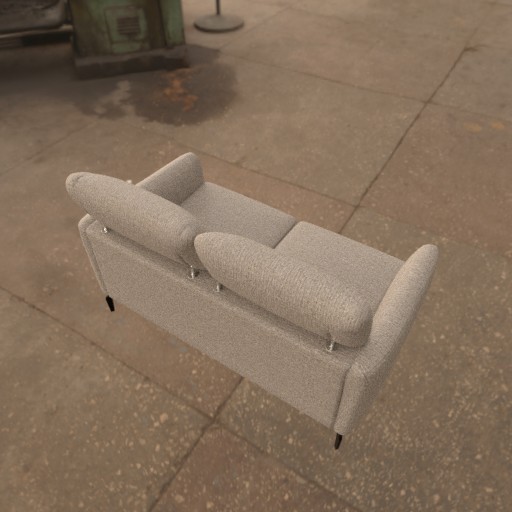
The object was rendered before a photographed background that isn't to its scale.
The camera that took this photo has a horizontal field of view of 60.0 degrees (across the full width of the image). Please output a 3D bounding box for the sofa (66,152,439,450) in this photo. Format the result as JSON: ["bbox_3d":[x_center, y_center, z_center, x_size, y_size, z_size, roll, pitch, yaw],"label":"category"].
[{"bbox_3d":[0.000,0.000,2.145,1.540,0.950,0.905,25,50,23],"label":"sofa"}]
